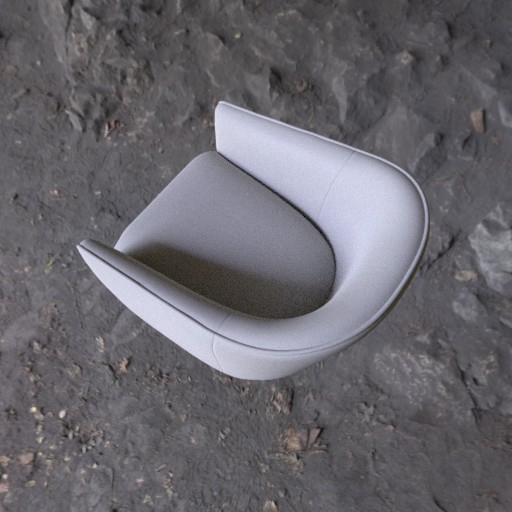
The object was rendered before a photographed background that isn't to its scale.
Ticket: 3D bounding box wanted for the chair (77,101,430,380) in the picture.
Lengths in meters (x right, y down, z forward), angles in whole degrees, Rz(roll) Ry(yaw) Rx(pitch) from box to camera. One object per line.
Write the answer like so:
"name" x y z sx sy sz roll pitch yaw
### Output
"chair" 0.000 0.000 1.474 0.875 0.799 0.747 32 68 15
